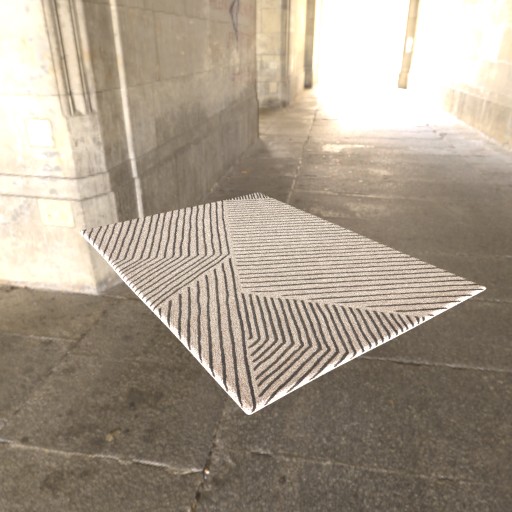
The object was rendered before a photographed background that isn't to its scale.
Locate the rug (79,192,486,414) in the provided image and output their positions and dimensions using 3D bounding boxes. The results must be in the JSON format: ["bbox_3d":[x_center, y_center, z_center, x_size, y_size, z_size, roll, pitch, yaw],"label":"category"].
[{"bbox_3d":[0.000,0.000,3.212,1.829,0.028,2.449,-17,30,-32],"label":"rug"}]
